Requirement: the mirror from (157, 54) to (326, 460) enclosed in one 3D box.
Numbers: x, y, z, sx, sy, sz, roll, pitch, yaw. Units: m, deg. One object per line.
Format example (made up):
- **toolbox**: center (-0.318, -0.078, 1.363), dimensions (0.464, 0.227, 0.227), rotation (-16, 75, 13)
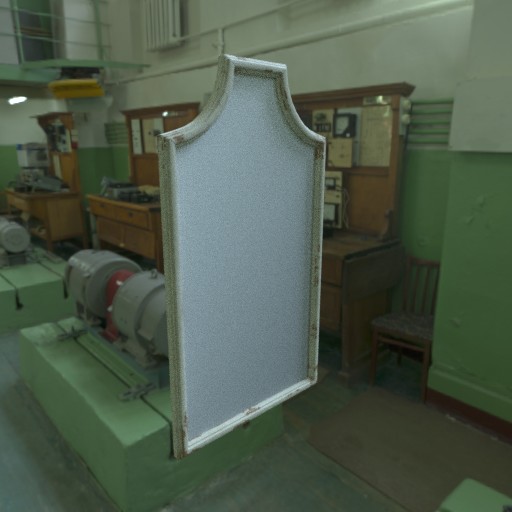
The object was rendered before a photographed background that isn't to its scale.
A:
- **mirror**: center (0.000, 0.000, 0.874), dimensions (0.403, 0.717, 0.022), rotation (-13, 19, -42)
